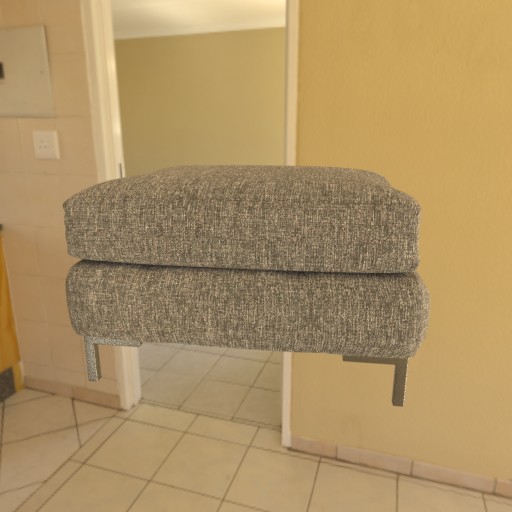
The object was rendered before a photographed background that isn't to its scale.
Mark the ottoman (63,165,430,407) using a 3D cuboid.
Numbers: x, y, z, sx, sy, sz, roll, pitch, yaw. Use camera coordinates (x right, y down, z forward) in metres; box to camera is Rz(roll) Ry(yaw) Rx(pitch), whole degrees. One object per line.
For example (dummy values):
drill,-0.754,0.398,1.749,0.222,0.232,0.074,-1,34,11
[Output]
ottoman,0.000,0.000,1.241,0.828,0.480,0.683,2,16,8
